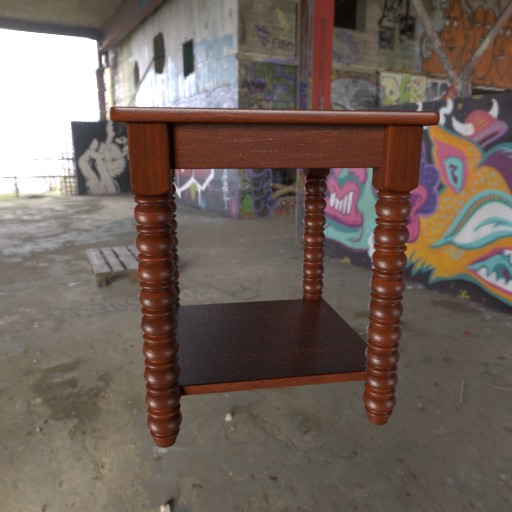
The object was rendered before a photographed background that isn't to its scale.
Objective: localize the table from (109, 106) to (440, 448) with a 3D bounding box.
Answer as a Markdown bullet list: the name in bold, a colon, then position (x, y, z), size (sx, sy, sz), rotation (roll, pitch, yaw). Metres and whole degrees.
- **table**: position (0.000, 0.000, 0.969), size (0.500, 0.567, 0.533), rotation (-2, 14, -9)
